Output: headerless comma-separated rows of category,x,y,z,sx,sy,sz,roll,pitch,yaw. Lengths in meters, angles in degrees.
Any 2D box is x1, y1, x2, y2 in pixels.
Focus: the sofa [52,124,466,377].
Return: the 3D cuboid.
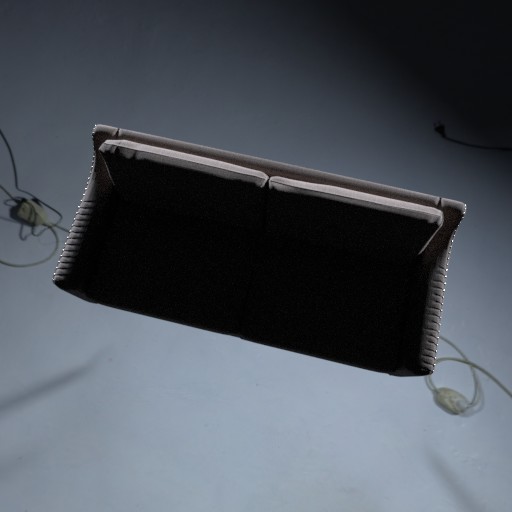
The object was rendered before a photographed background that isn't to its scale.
sofa,0.000,0.000,2.699,2.208,0.857,1.000,13,75,4
